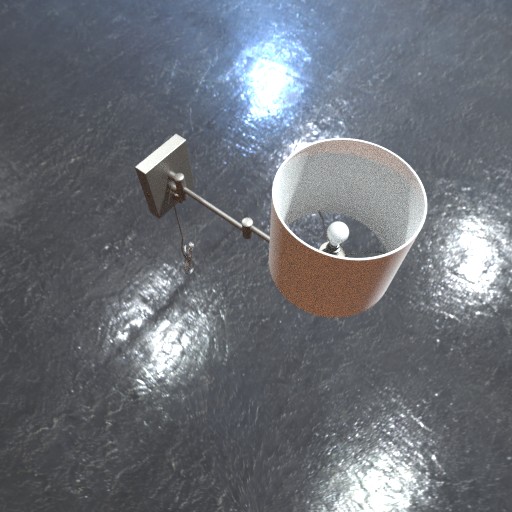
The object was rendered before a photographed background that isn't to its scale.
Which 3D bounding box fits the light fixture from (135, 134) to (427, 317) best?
[{"bbox_3d":[0.000,0.000,0.915,0.516,0.651,0.203,34,65,18],"label":"light fixture"}]
